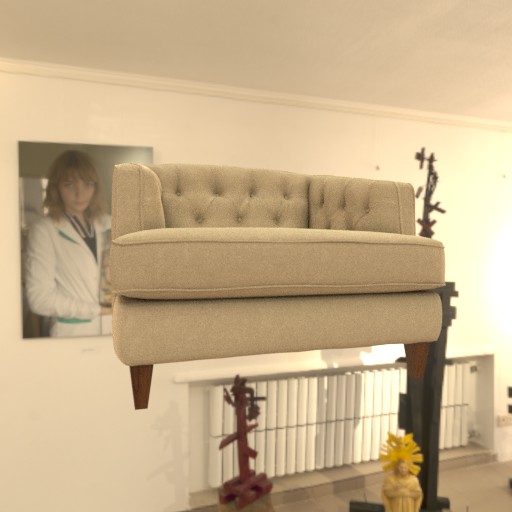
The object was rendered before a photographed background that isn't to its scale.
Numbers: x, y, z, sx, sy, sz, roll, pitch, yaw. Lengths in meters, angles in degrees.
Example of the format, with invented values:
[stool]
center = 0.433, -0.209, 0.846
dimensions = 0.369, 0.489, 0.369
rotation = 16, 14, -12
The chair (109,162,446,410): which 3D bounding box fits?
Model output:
[chair]
center = 0.000, 0.000, 1.740
dimensions = 1.104, 0.852, 0.941
rotation = 0, 0, -19
